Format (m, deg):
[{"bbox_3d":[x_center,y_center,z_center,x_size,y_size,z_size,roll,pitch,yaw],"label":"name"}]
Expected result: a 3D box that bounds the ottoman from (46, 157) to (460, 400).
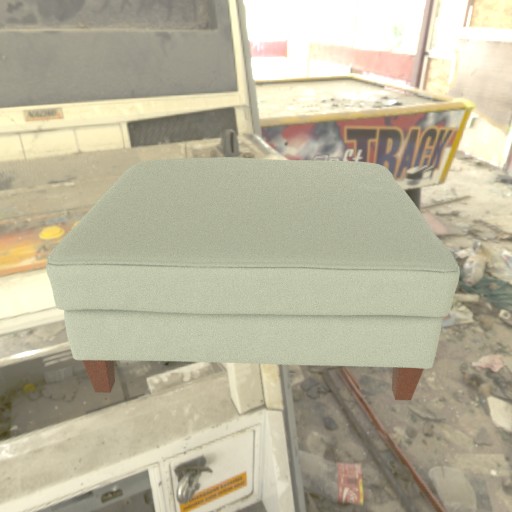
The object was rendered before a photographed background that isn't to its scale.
[{"bbox_3d":[0.000,0.000,1.472,0.991,0.494,0.842,1,28,2],"label":"ottoman"}]
